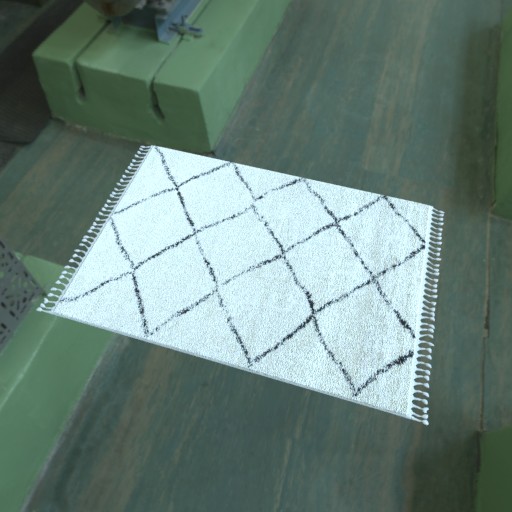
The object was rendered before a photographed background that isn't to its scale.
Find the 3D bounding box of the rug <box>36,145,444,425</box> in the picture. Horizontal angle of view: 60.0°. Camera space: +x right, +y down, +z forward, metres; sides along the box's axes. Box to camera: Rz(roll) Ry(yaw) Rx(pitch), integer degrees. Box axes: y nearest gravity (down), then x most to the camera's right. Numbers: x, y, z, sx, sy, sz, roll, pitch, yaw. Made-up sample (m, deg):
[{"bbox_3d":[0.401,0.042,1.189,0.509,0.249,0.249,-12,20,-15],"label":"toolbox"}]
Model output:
[{"bbox_3d":[0.000,0.000,2.862,2.307,0.031,1.494,14,58,9],"label":"rug"}]
